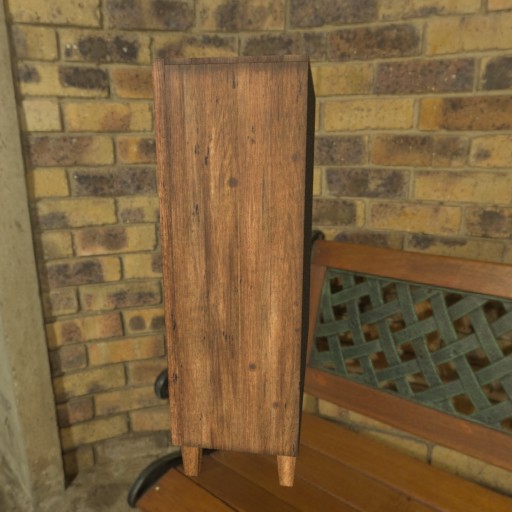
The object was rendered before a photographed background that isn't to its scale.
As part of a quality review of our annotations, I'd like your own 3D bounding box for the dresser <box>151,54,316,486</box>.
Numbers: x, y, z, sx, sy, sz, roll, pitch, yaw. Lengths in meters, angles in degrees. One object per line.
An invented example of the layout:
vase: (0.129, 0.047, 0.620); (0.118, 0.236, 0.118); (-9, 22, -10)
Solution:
dresser: (0.000, 0.000, 1.862); (0.438, 1.359, 1.067); (2, 14, 8)
